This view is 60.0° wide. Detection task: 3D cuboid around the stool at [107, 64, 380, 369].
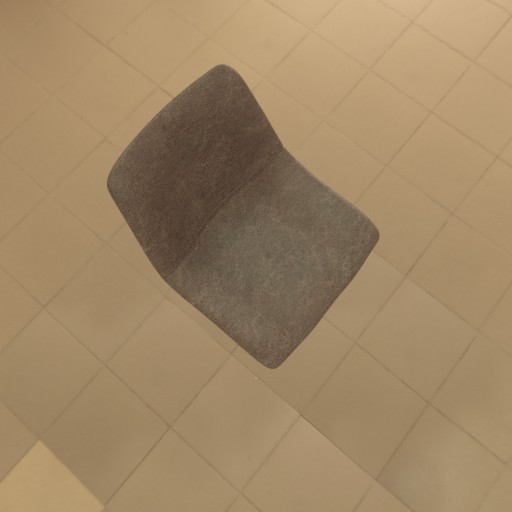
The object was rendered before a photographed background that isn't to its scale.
[{"bbox_3d":[0.000,0.000,1.427,0.561,1.082,0.514,39,78,10],"label":"stool"}]
